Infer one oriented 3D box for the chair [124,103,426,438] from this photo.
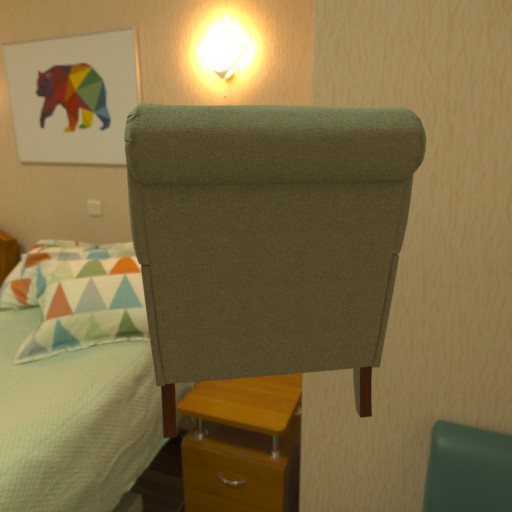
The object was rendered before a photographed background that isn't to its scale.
[{"bbox_3d":[0.000,0.000,1.915,0.964,1.178,1.060,-2,15,-9],"label":"chair"}]
